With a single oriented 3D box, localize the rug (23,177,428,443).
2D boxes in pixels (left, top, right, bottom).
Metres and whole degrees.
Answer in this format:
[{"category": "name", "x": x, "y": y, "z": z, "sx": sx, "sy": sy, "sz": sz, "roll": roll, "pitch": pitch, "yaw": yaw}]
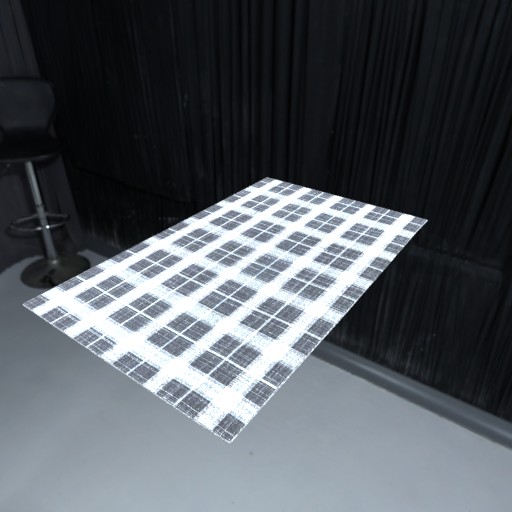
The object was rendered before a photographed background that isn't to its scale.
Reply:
[{"category": "rug", "x": 0.000, "y": 0.000, "z": 2.966, "sx": 1.520, "sy": 0.015, "sz": 2.434, "roll": 21, "pitch": 37, "yaw": 30}]
